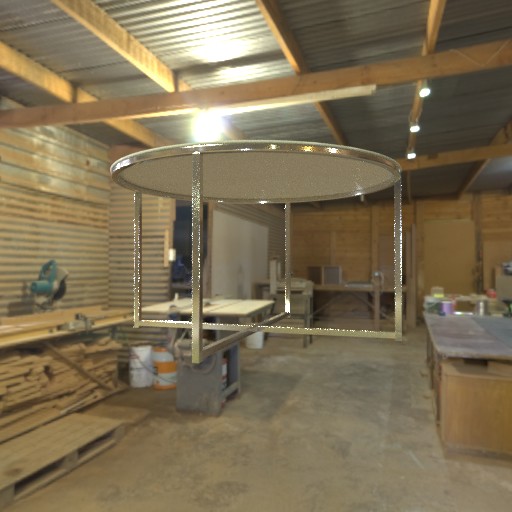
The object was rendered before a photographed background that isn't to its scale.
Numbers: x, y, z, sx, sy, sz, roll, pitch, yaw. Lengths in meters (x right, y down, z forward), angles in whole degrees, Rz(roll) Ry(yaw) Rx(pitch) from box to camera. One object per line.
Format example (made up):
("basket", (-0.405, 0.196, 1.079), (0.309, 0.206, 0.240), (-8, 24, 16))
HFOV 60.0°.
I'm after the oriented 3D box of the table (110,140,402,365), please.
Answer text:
("table", (0.000, 0.000, 1.278), (0.800, 0.450, 0.800), (0, -1, 0))
